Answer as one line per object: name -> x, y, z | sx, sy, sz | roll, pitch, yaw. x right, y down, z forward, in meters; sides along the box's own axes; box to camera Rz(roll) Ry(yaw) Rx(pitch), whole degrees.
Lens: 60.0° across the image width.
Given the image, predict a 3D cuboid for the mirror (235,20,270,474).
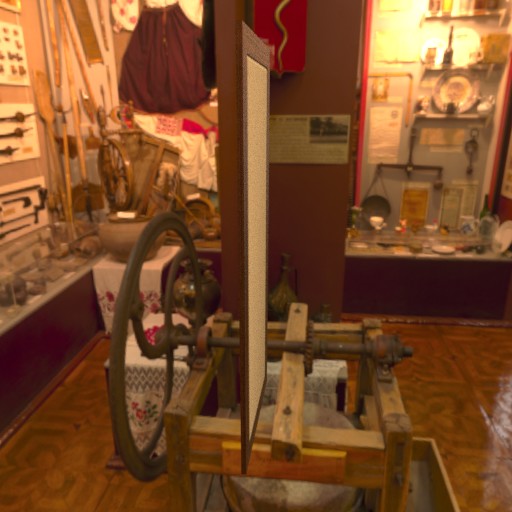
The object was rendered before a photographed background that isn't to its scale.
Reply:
mirror -> 0.000, 0.000, 2.280 | 0.025, 2.032, 0.812 | 3, 18, 8
